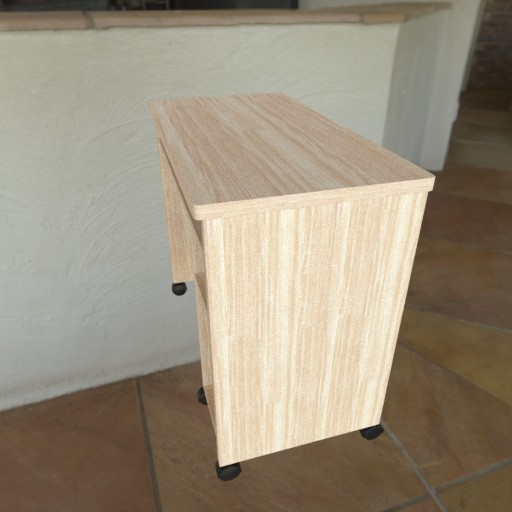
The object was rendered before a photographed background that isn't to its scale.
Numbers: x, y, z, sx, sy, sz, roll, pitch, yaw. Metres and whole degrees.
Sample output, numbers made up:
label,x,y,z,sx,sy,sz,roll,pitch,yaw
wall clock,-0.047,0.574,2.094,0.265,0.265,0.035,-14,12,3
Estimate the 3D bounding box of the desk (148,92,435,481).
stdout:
label,x,y,z,sx,sy,sz,roll,pitch,yaw
desk,0.000,0.000,1.346,0.480,0.770,0.884,-9,32,-14
